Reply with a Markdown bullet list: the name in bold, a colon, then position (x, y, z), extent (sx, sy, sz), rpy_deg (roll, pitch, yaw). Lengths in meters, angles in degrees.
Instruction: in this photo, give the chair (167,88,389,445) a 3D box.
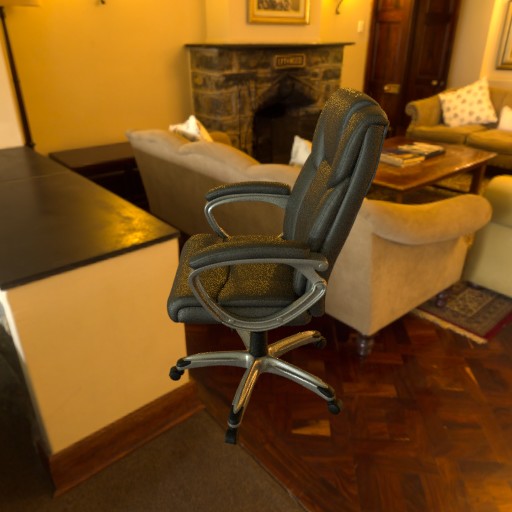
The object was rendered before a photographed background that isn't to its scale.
- **chair**: position (0.000, 0.000, 1.606), extent (0.719, 1.130, 0.721), rpy_deg (0, 26, 0)
